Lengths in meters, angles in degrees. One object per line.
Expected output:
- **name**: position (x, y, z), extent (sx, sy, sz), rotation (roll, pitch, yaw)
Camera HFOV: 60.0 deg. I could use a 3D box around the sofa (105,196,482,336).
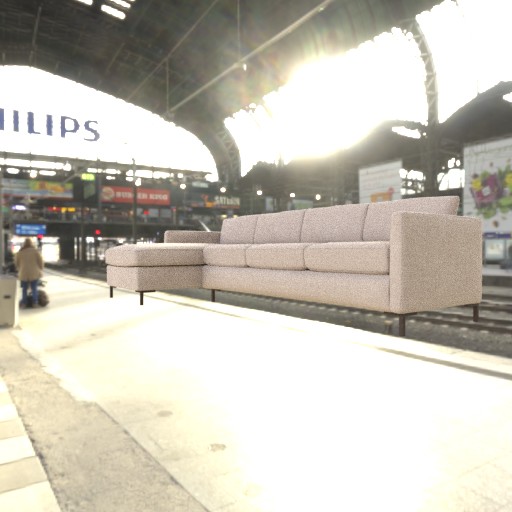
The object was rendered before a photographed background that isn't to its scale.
- **sofa**: position (0.000, 0.000, 3.513), extent (1.469, 0.816, 2.923), rotation (0, 1, -37)
